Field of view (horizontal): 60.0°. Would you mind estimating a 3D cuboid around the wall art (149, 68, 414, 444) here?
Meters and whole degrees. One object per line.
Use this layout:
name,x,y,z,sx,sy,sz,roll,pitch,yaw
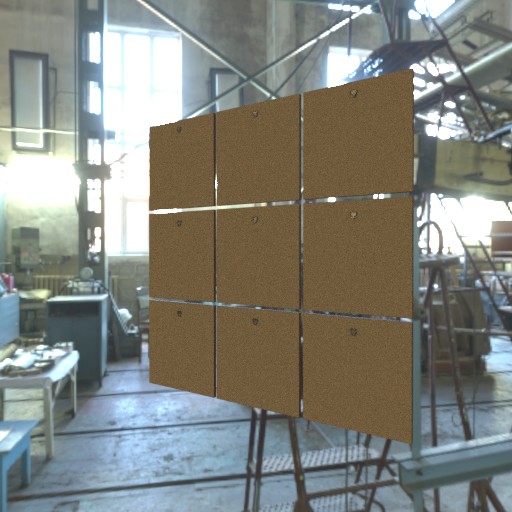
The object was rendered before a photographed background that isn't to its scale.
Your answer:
wall art,0.000,0.000,1.777,1.221,1.218,0.024,0,1,34
